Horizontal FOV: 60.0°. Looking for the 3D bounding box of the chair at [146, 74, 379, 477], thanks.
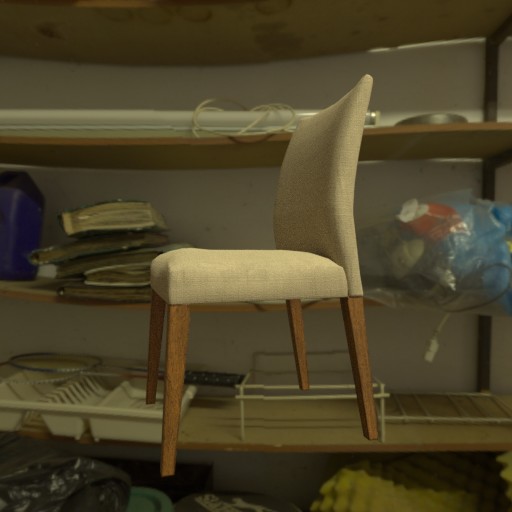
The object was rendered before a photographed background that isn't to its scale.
[{"bbox_3d":[0.000,0.000,1.270,0.585,0.940,0.496,0,1,-18],"label":"chair"}]
